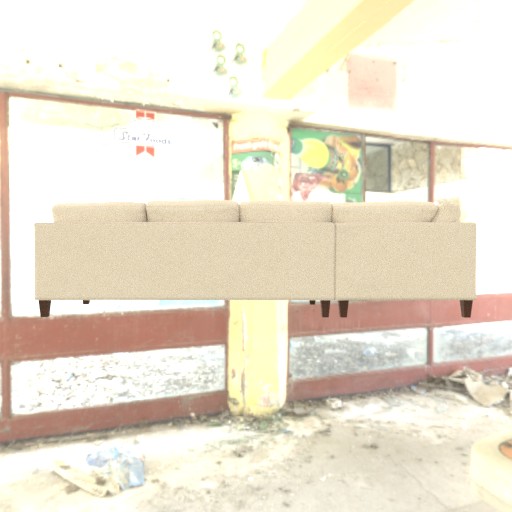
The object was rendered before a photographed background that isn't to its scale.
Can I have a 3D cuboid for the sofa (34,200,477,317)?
[{"bbox_3d":[0.000,0.000,4.359,3.182,0.863,2.432,0,1,0],"label":"sofa"}]
